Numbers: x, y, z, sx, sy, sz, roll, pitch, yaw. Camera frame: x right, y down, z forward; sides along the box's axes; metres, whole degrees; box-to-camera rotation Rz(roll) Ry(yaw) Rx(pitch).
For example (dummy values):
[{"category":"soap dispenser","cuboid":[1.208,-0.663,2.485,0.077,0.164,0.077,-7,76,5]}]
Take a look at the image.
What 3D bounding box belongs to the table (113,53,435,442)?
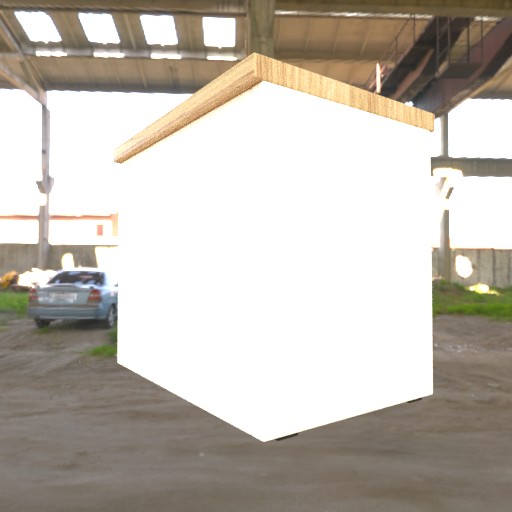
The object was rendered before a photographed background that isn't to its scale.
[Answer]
[{"category":"table","cuboid":[0.000,0.000,0.795,0.360,0.440,0.500,1,-2,-35]}]
